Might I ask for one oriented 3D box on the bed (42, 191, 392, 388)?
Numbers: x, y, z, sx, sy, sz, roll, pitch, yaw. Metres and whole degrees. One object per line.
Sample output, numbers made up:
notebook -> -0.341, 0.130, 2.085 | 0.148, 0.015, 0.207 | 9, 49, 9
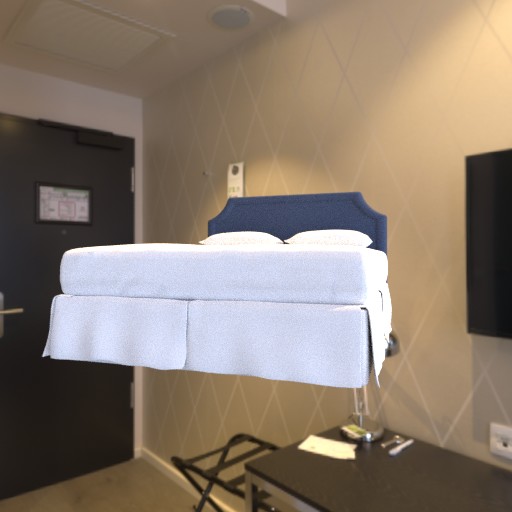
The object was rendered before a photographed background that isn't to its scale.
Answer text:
bed -> 0.000, 0.000, 4.074 | 2.350, 1.488, 2.773 | 0, 0, 19
